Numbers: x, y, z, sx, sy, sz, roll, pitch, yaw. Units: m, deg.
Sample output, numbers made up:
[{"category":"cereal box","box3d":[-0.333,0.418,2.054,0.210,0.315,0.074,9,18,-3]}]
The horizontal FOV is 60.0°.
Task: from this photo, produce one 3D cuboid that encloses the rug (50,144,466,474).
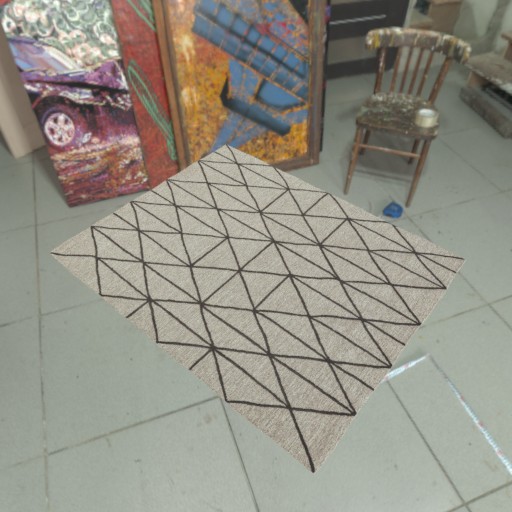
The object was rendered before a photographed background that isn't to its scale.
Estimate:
[{"category":"rug","box3d":[0.000,0.000,4.134,3.061,0.022,2.468,31,54,27]}]
